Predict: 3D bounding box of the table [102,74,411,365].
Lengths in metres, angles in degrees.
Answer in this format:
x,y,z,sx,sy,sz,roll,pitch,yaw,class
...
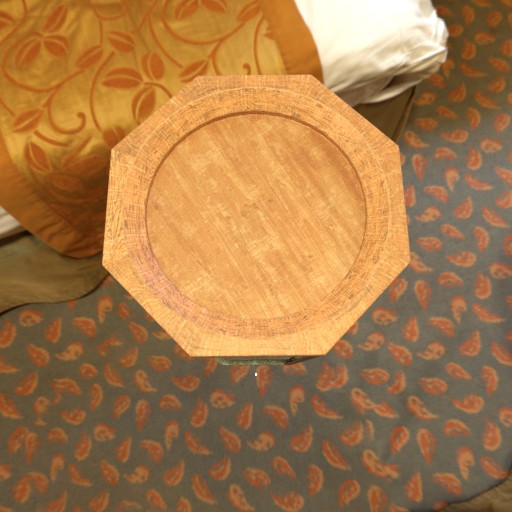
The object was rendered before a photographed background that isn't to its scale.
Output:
x,y,z,sx,sy,sz,roll,pitch,yaw,class
0.000,0.000,0.867,0.437,0.553,0.437,21,76,6,table
